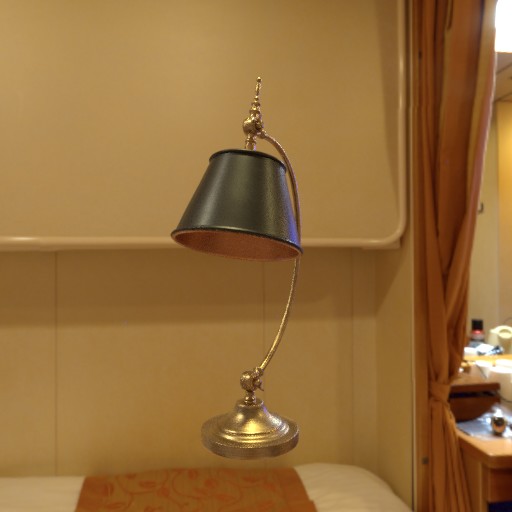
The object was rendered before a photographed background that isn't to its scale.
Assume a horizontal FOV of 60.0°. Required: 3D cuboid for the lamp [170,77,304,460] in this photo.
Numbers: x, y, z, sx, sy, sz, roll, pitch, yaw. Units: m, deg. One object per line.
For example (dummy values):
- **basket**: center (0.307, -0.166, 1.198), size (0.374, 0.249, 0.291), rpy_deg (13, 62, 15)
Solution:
- **lamp**: center (0.000, 0.000, 0.830), size (0.235, 0.675, 0.344), rpy_deg (0, 0, 35)
